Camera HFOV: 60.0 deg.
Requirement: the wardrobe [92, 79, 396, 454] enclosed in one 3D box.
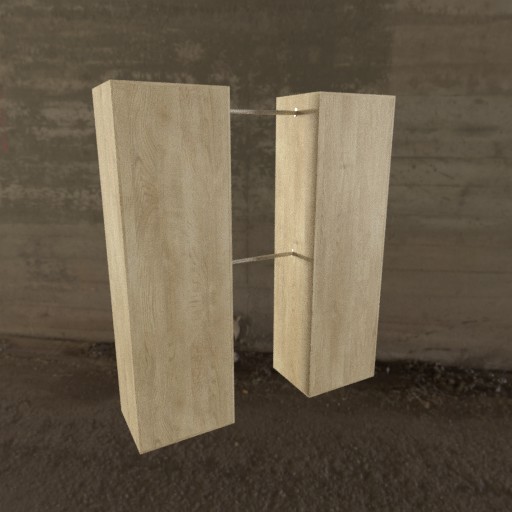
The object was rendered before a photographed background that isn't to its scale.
[{"bbox_3d":[0.000,0.000,2.881,1.770,2.000,0.480,-8,17,-28],"label":"wardrobe"}]
